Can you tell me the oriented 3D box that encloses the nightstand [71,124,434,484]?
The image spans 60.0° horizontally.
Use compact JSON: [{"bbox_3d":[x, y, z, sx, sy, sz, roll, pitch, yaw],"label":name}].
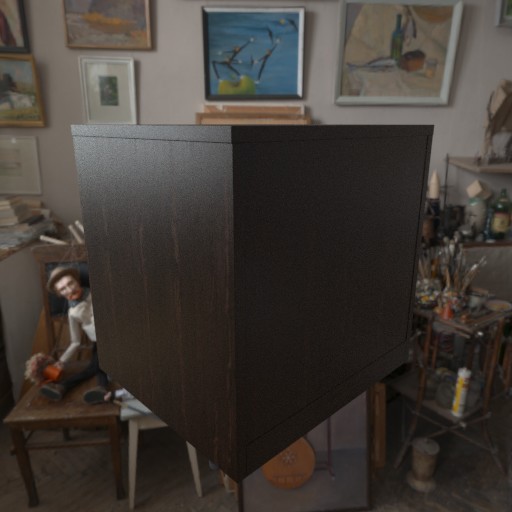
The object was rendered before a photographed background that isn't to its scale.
[{"bbox_3d":[0.000,0.000,0.858,0.489,0.487,0.427,-16,23,-42],"label":"nightstand"}]
